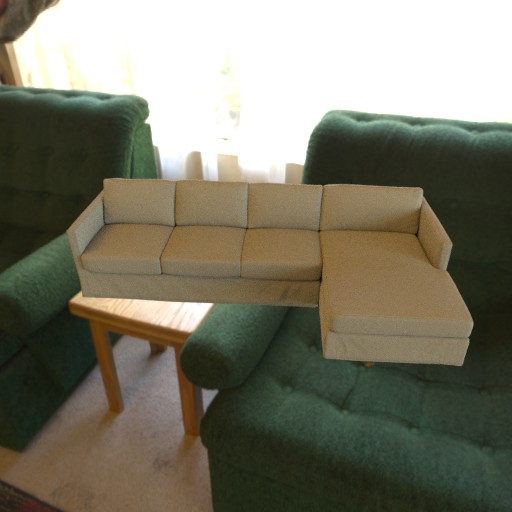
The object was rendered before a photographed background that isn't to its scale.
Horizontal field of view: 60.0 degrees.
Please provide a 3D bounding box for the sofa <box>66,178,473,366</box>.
[{"bbox_3d":[0.000,0.000,3.833,3.177,0.867,1.622,2,32,3],"label":"sofa"}]
